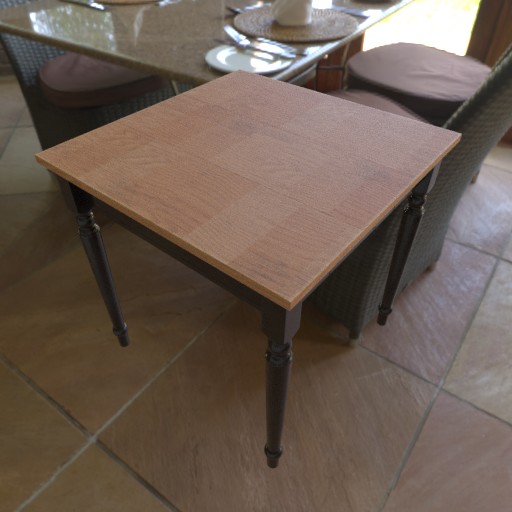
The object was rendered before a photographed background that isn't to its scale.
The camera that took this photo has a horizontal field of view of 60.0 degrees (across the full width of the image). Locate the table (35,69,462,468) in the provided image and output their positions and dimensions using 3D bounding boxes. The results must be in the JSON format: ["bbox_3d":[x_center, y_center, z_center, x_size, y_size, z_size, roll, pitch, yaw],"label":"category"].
[{"bbox_3d":[0.000,0.000,1.334,0.747,0.738,0.747,28,49,28],"label":"table"}]
